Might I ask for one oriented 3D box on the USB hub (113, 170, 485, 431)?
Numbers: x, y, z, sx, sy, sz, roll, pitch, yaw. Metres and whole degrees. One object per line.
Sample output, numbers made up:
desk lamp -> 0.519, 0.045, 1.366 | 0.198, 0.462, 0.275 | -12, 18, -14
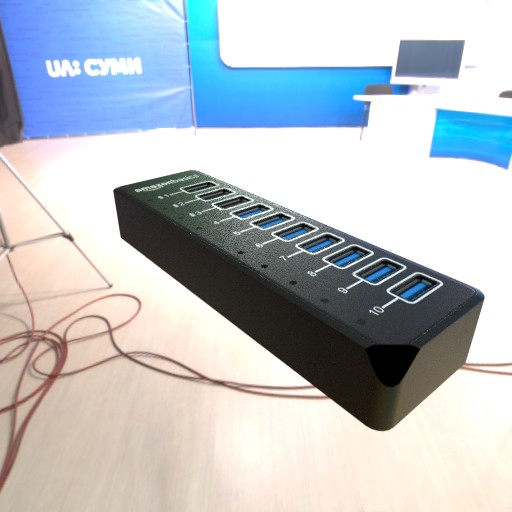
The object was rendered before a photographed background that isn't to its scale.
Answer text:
USB hub -> 0.000, 0.000, 0.161 | 0.044, 0.023, 0.145 | -22, 35, -35
